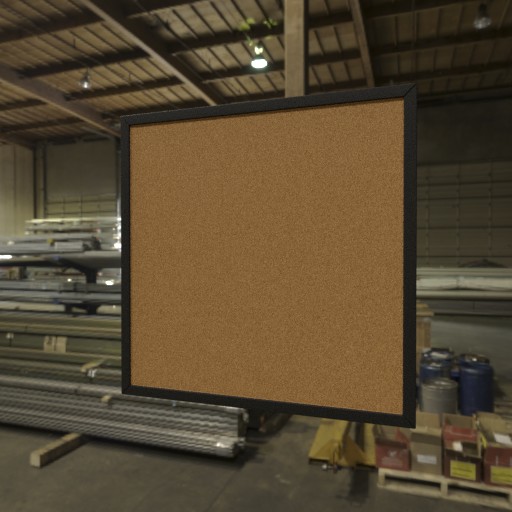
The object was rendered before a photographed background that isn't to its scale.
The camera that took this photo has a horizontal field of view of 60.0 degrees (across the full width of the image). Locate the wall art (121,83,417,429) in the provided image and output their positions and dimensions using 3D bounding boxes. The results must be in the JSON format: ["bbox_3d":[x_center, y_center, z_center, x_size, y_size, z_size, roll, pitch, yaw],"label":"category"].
[{"bbox_3d":[0.000,0.000,0.746,0.508,0.508,0.037,0,1,18],"label":"wall art"}]
